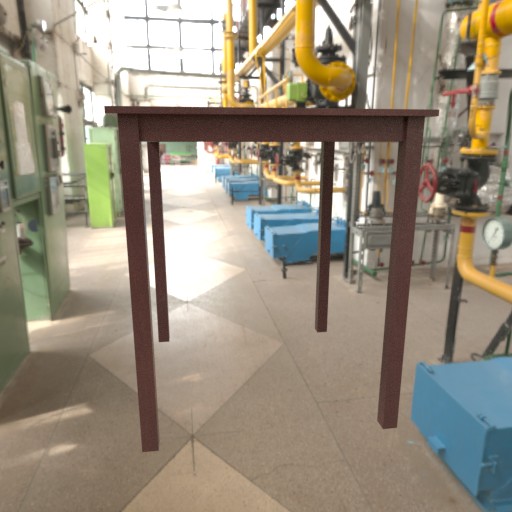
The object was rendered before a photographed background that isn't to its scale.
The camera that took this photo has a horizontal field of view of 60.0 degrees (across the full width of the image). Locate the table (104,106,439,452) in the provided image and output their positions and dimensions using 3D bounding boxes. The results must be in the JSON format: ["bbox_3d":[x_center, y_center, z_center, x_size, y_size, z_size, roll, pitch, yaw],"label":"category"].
[{"bbox_3d":[0.000,0.000,1.655,0.861,0.991,0.861,-2,14,-8],"label":"table"}]
